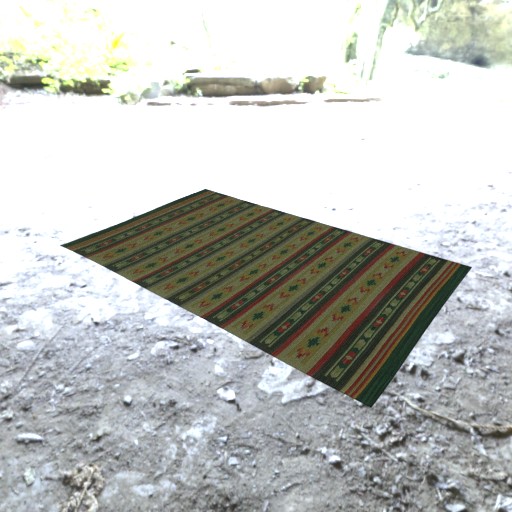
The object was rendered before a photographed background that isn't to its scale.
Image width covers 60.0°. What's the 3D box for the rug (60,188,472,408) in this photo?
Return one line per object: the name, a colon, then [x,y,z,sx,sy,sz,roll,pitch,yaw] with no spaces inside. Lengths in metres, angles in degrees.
rug: [0.000,0.000,3.075,2.447,0.011,1.520,21,35,33]
